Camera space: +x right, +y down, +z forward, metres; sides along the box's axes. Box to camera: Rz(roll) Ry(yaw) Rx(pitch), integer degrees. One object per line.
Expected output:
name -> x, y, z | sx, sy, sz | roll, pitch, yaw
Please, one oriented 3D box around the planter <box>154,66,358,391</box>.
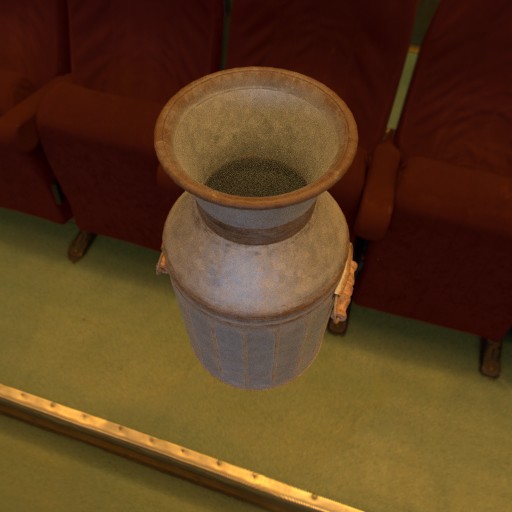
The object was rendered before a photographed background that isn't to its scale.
planter -> 0.000, 0.000, 0.536 | 0.245, 0.396, 0.214 | 15, 58, 9
